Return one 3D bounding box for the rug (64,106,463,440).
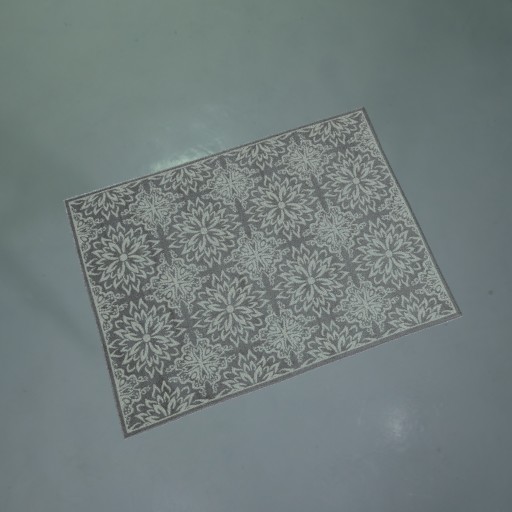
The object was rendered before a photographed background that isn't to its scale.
[{"bbox_3d":[0.000,0.000,2.908,2.213,0.014,1.608,-19,76,-5],"label":"rug"}]
